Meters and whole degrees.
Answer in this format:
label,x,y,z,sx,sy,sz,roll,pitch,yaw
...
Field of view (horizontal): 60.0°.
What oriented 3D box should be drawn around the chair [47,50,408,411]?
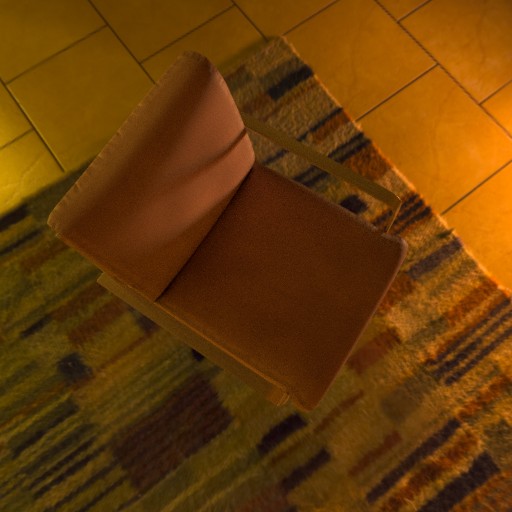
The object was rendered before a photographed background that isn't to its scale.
label,x,y,z,sx,sy,sz,roll,pitch,yaw
chair,0.000,0.000,1.459,0.848,0.823,0.701,32,78,8
